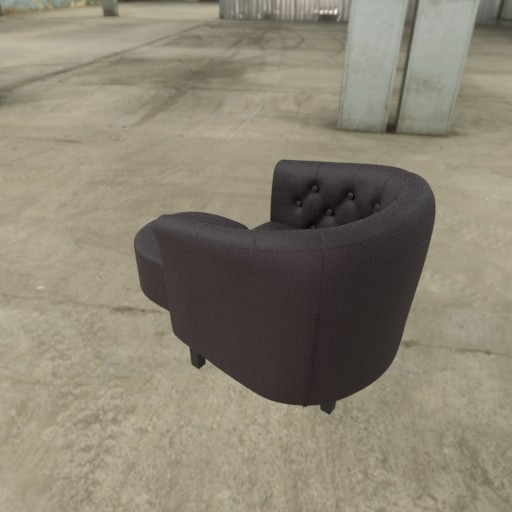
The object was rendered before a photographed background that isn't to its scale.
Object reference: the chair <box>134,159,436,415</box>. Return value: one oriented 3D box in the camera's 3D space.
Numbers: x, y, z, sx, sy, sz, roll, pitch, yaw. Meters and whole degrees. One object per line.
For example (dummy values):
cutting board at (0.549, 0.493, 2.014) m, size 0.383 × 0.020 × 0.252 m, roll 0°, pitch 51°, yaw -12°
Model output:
chair at (0.000, 0.000, 1.686) m, size 1.191 × 0.760 × 0.763 m, roll 22°, pitch 38°, yaw 32°
